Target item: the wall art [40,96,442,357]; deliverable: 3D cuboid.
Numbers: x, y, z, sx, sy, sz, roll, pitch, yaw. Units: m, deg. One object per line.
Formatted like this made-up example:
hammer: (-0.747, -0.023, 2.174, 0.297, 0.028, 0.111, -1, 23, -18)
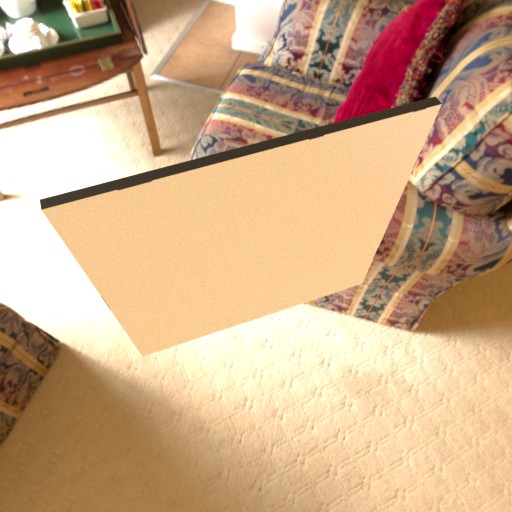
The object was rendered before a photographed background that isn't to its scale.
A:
wall art: (0.000, 0.000, 0.660, 0.446, 0.445, 0.014, -17, 61, -10)
